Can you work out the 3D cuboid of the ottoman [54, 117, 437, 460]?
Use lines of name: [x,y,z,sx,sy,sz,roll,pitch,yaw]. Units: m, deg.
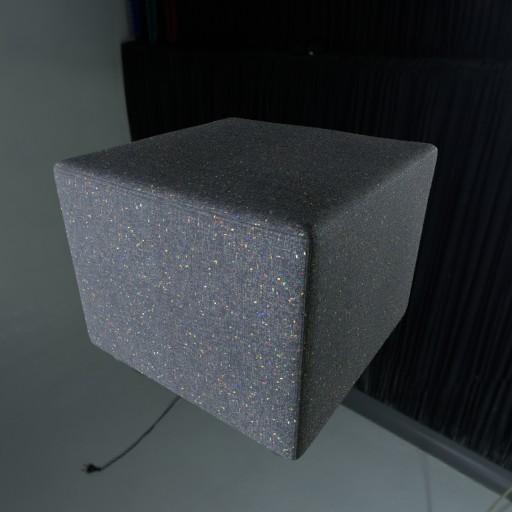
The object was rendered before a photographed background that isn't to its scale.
ottoman: [0.000,0.000,0.874,0.508,0.432,0.508,18,33,31]
